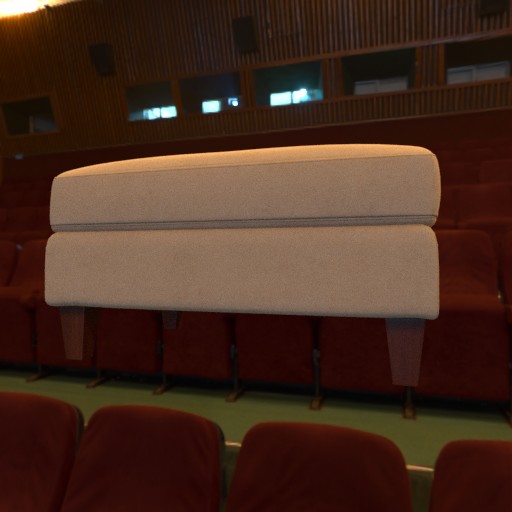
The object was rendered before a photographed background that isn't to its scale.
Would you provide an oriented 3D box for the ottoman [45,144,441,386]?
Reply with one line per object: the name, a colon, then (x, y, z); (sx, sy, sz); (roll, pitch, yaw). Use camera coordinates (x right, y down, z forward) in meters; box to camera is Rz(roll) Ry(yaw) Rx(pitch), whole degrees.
ottoman: (0.000, 0.000, 1.166); (0.864, 0.483, 0.584); (0, 0, 17)
